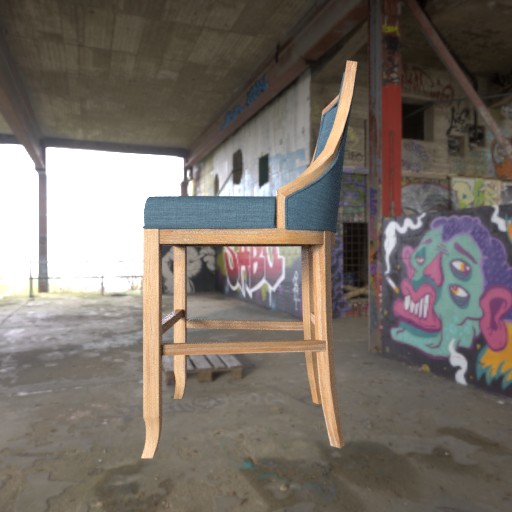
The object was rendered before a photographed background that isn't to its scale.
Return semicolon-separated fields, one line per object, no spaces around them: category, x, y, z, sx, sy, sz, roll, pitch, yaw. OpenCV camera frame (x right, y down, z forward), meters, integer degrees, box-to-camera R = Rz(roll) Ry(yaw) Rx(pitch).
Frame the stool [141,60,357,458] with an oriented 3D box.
stool;0.000;0.000;1.461;0.626;1.101;0.524;0;0;0
